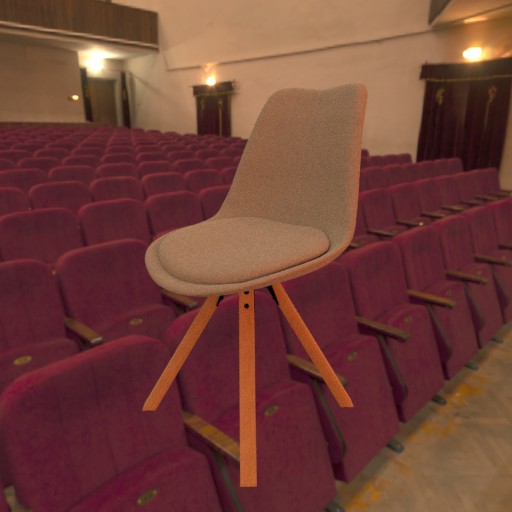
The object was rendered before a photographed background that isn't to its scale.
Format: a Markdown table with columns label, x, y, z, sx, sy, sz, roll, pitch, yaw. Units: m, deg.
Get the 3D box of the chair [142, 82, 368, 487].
| label | x | y | z | sx | sy | sz | roll | pitch | yaw |
| --- | --- | --- | --- | --- | --- | --- | --- | --- | --- |
| chair | 0.000 | 0.000 | 1.151 | 0.474 | 0.863 | 0.549 | 15 | 22 | 42 |
